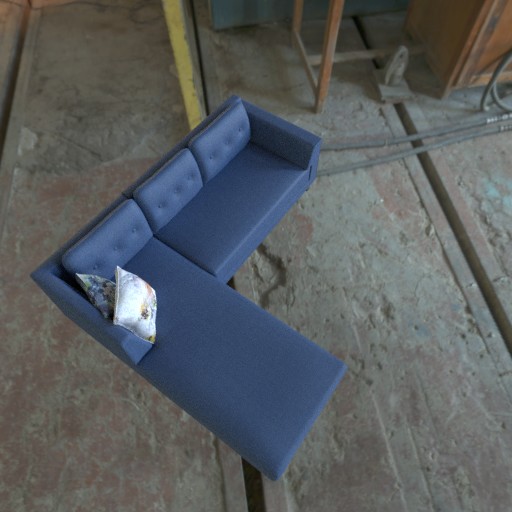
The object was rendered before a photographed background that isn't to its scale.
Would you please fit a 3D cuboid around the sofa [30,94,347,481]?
[{"bbox_3d":[0.000,0.000,3.076,1.829,0.787,2.120,32,64,18],"label":"sofa"}]
